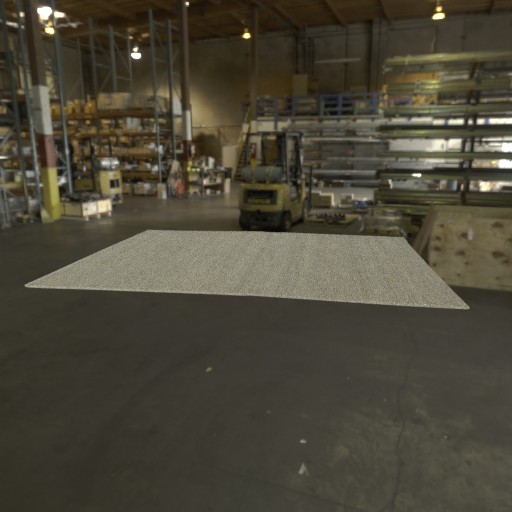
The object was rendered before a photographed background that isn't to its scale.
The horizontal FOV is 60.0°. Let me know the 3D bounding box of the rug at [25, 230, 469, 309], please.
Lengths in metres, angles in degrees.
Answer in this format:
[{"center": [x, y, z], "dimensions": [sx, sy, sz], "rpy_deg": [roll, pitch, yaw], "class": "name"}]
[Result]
[{"center": [0.000, 0.000, 4.870], "dimensions": [3.626, 0.051, 2.757], "rpy_deg": [2, 14, 9], "class": "rug"}]
